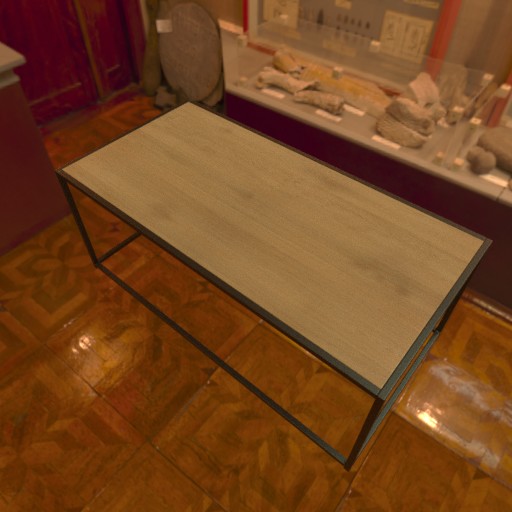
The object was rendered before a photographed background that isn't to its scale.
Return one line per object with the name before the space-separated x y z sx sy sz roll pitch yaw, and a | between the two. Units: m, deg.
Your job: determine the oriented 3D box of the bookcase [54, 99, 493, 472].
bookcase | 0.000 0.000 1.250 1.000 0.400 0.500 32 55 26
